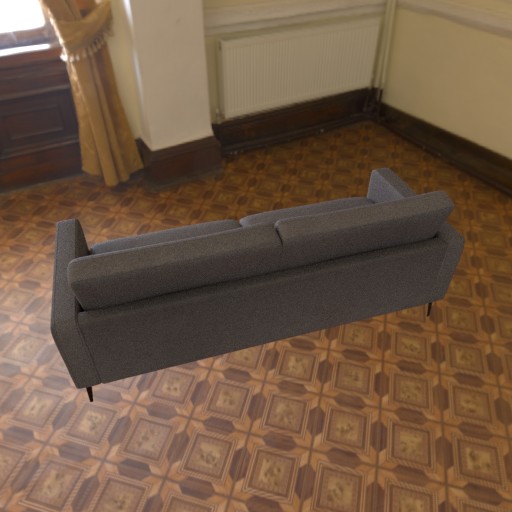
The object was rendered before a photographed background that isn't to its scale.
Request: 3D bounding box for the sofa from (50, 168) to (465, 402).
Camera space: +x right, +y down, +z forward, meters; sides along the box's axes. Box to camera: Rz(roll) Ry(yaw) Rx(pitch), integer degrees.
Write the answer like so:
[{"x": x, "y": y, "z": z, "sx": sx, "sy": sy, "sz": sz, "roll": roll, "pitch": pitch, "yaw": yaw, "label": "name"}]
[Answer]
[{"x": 0.000, "y": 0.000, "z": 2.321, "sx": 1.925, "sy": 0.828, "sz": 0.774, "roll": -11, "pitch": 42, "yaw": -13, "label": "sofa"}]
